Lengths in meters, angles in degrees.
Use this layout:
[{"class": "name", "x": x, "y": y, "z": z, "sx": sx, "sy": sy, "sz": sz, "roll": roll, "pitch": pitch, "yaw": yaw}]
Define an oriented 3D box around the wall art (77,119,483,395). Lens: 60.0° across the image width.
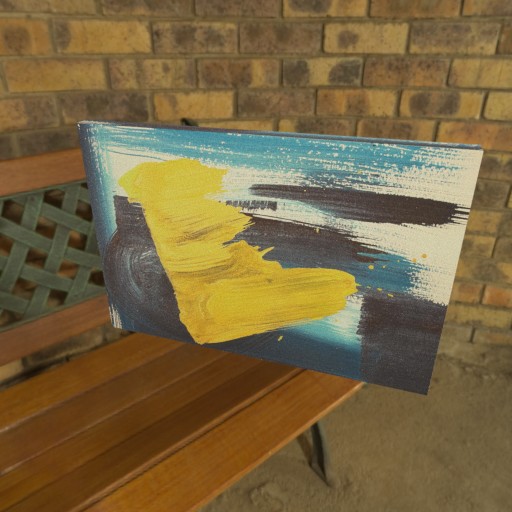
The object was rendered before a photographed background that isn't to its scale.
[{"class": "wall art", "x": 0.000, "y": 0.000, "z": 0.743, "sx": 0.609, "sy": 0.406, "sz": 0.033, "roll": 9, "pitch": 28, "yaw": 17}]
